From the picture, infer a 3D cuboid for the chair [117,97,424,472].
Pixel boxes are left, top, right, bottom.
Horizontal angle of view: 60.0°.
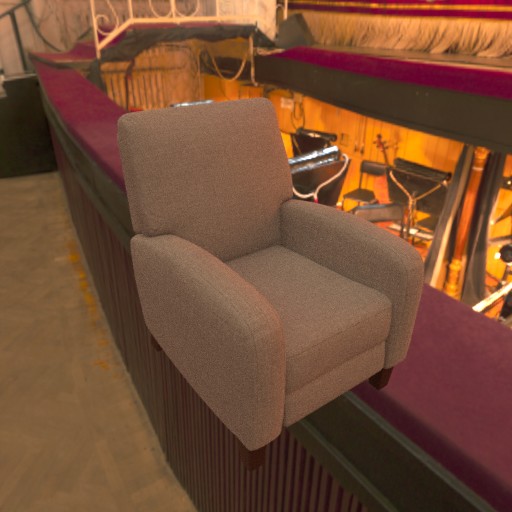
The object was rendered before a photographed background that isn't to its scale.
[{"bbox_3d":[0.000,0.000,1.652,0.762,0.990,0.990,-19,34,-31],"label":"chair"}]
